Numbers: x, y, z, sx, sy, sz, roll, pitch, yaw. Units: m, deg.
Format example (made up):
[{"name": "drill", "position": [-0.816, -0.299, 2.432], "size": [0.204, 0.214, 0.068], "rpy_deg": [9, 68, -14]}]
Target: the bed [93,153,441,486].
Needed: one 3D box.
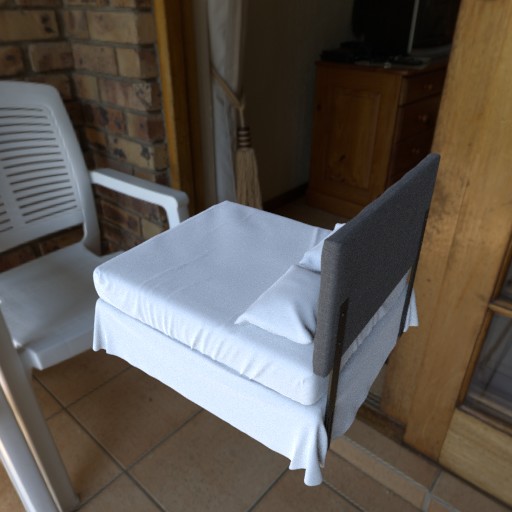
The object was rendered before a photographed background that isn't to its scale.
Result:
[{"name": "bed", "position": [0.000, 0.000, 3.440], "size": [2.222, 1.577, 1.936], "rpy_deg": [20, 35, 30]}]
